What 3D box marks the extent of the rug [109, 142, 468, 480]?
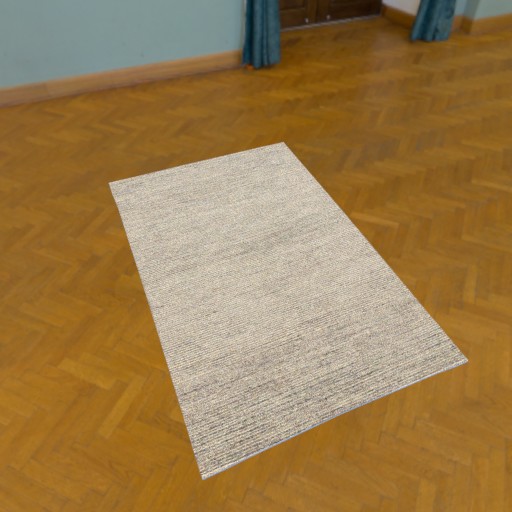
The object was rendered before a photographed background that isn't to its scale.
[{"bbox_3d":[0.000,0.000,2.244,1.162,0.022,1.804,-17,49,-15],"label":"rug"}]
